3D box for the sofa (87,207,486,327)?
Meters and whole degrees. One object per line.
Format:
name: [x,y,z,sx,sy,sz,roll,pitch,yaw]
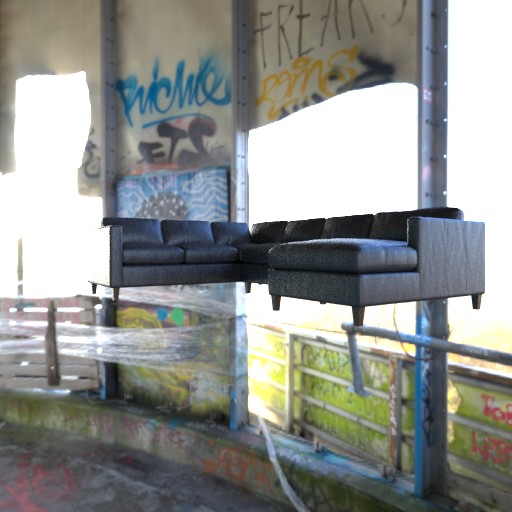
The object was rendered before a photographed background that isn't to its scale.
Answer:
sofa: [0.000,0.000,4.417,2.452,0.891,3.324,-1,1,-35]
